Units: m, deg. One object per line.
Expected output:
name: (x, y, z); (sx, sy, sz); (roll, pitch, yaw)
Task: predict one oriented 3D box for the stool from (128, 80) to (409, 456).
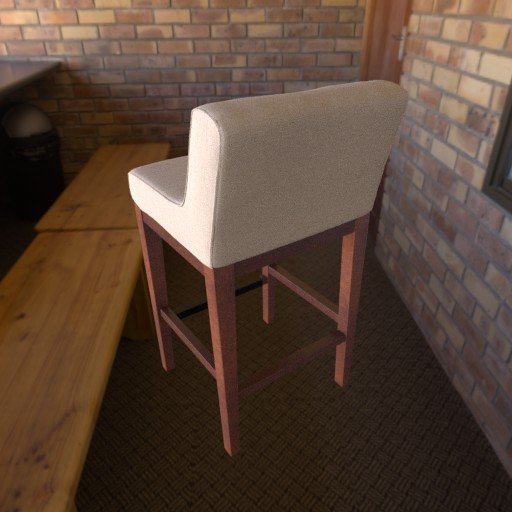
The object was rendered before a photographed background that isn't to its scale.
stool: (0.000, 0.000, 1.242); (0.511, 0.937, 0.500); (-20, 36, -30)
